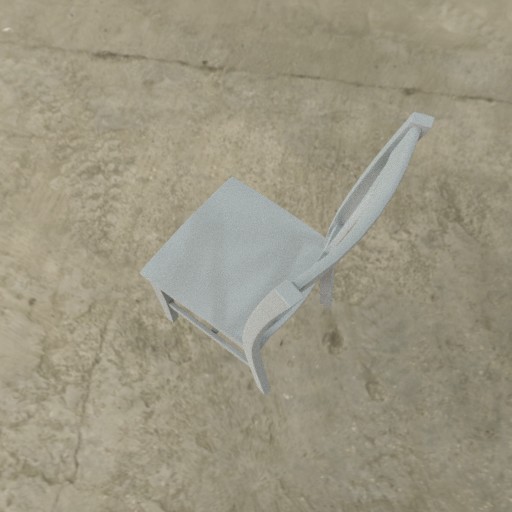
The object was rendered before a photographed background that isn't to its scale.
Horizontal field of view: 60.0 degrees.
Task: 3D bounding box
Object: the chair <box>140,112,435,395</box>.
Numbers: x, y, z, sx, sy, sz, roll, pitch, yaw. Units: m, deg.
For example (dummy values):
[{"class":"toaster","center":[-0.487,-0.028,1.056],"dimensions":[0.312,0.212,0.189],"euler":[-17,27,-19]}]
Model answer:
[{"class":"chair","center":[0.000,0.000,1.265],"dimensions":[0.542,0.983,0.485],"euler":[34,68,16]}]
